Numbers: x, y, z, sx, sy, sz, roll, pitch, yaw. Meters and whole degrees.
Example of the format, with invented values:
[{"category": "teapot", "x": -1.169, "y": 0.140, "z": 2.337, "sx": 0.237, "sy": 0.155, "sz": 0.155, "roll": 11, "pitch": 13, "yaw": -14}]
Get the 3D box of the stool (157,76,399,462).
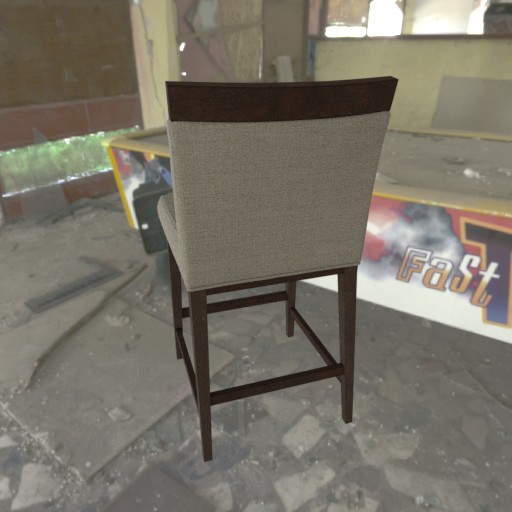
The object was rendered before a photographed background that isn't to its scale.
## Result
[{"category": "stool", "x": 0.000, "y": 0.000, "z": 1.319, "sx": 0.512, "sy": 1.009, "sz": 0.531, "roll": -8, "pitch": 27, "yaw": -16}]
